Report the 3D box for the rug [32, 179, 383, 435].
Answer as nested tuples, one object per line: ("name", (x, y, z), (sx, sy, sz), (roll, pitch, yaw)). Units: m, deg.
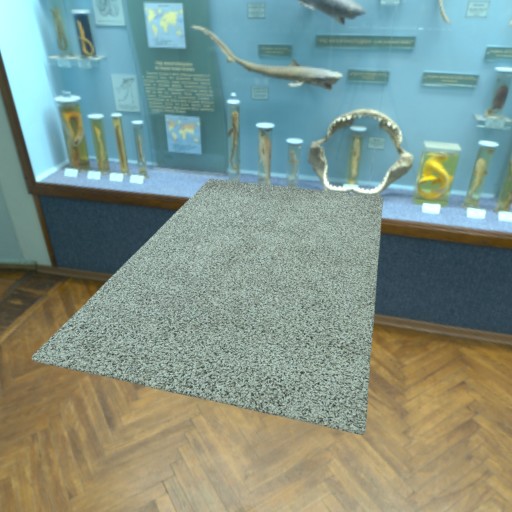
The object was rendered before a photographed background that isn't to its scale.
("rug", (0.000, 0.000, 3.326), (1.778, 0.030, 2.743), (8, 32, 13))
